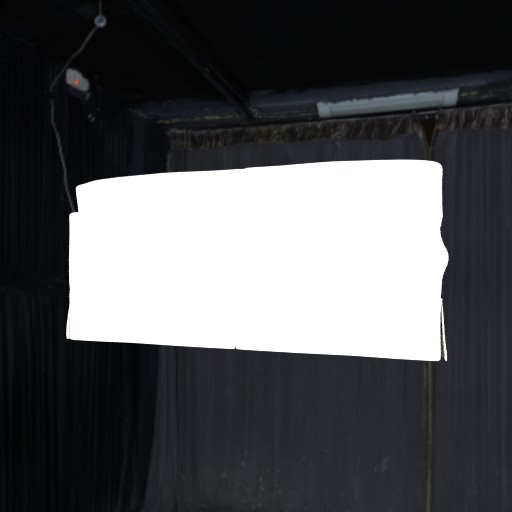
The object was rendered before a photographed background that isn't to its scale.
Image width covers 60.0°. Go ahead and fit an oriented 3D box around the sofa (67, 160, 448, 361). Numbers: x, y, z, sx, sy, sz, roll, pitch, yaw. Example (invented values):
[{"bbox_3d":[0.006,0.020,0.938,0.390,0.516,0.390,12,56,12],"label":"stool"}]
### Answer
[{"bbox_3d":[0.000,0.000,2.595,2.021,0.937,0.862,0,-1,16],"label":"sofa"}]
